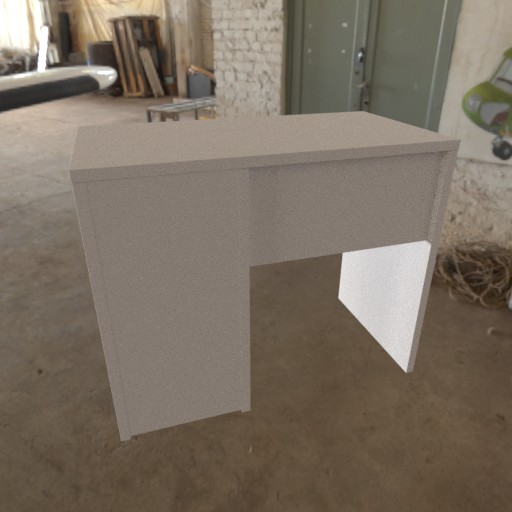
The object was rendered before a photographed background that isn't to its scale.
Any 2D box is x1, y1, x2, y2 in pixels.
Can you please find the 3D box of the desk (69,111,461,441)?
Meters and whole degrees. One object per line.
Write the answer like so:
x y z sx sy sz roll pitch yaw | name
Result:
0.000 0.000 1.330 0.898 0.730 0.482 -8 28 -16 | desk
